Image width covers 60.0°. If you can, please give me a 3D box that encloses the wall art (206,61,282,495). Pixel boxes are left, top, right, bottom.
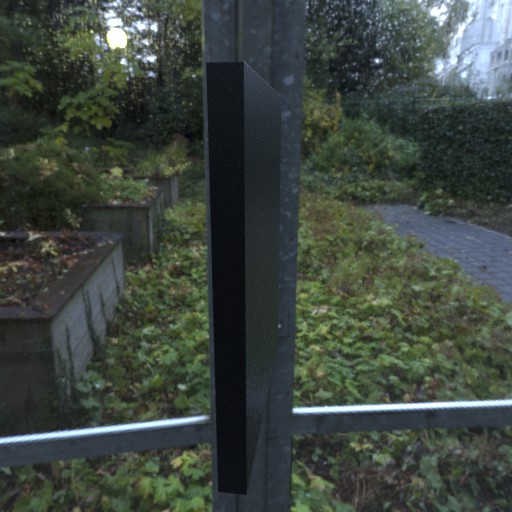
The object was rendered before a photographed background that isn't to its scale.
[{"bbox_3d":[0.000,0.000,0.526,0.028,0.380,0.325,2,16,8],"label":"wall art"}]
